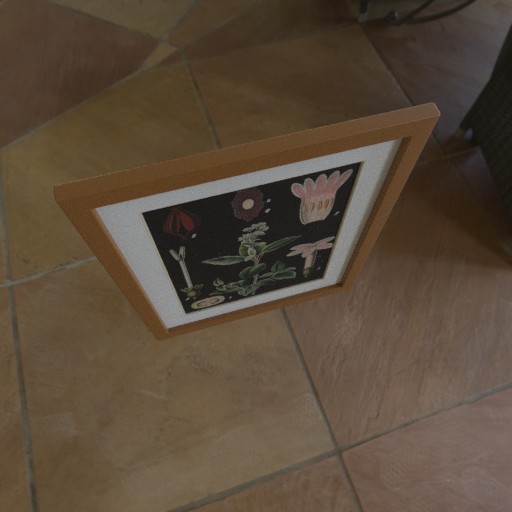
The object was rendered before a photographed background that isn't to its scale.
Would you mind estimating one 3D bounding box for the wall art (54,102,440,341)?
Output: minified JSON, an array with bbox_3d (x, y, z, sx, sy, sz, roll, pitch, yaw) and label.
[{"bbox_3d":[0.000,0.000,0.747,0.449,0.550,0.021,-14,65,-7],"label":"wall art"}]
